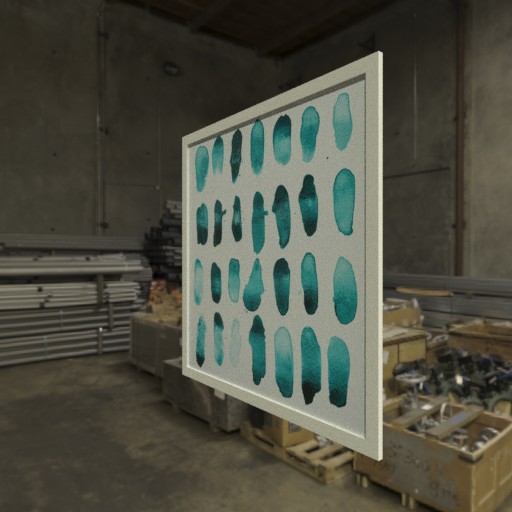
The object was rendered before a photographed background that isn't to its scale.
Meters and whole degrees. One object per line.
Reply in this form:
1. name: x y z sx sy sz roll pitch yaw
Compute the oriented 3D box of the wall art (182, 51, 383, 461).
1. wall art: 0.000 0.000 1.203 0.013 0.813 0.812 0 0 -38
